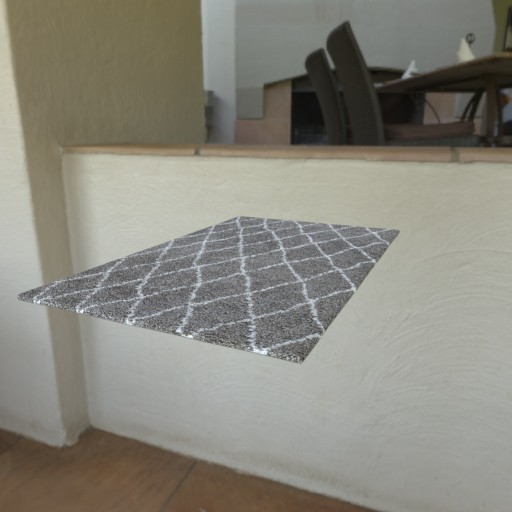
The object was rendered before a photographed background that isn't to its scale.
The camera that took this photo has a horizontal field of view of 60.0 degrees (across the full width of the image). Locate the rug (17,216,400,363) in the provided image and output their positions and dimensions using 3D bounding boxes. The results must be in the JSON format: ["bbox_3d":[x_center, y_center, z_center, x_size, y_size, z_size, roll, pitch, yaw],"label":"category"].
[{"bbox_3d":[0.000,0.000,2.974,1.524,0.030,2.438,7,17,24],"label":"rug"}]
